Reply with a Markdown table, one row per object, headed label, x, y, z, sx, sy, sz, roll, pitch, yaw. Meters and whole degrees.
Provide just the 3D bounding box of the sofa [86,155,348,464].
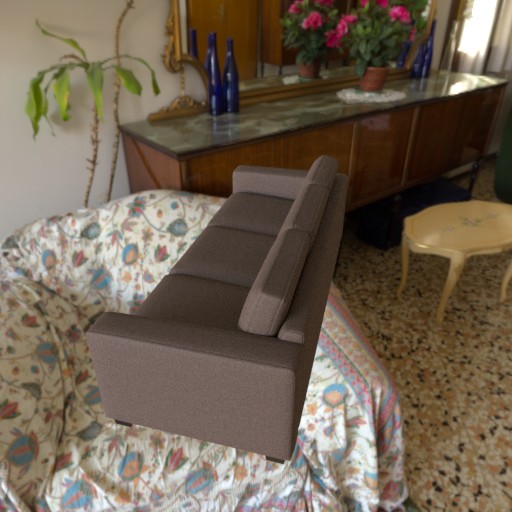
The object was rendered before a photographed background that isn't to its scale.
| label | x | y | z | sx | sy | sz | roll | pitch | yaw |
| --- | --- | --- | --- | --- | --- | --- | --- | --- | --- |
| sofa | 0.000 | 0.000 | 2.696 | 0.900 | 0.806 | 2.160 | 8 | 31 | 13 |
